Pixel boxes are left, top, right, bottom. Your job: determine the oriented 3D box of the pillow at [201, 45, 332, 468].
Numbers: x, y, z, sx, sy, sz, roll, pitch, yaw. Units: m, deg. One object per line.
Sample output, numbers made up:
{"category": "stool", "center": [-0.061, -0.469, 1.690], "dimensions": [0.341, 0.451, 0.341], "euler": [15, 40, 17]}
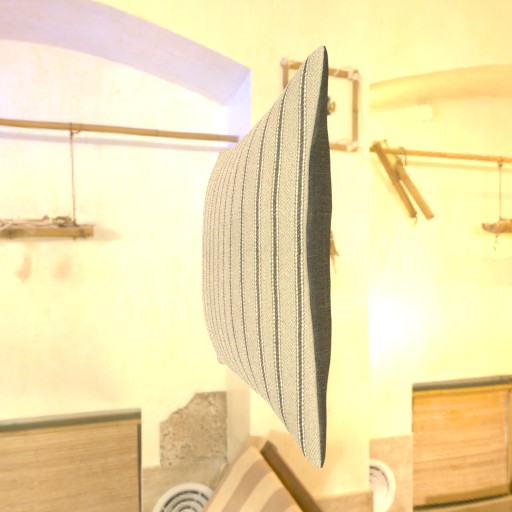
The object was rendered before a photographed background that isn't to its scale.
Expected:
{"category": "pillow", "center": [0.000, 0.000, 0.684], "dimensions": [0.138, 0.444, 0.468], "euler": [0, 0, -17]}
